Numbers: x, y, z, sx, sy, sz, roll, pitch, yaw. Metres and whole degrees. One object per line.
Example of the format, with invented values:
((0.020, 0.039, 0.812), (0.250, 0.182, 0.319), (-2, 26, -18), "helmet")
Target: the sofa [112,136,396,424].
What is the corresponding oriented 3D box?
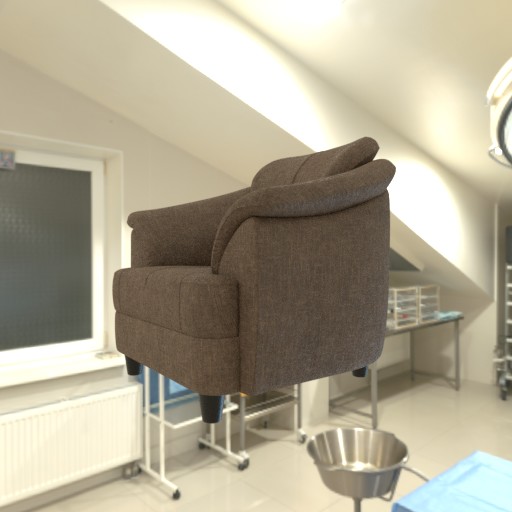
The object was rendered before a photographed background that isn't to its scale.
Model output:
((0.000, 0.000, 1.504), (0.794, 0.811, 0.870), (-1, 1, -36), "sofa")
